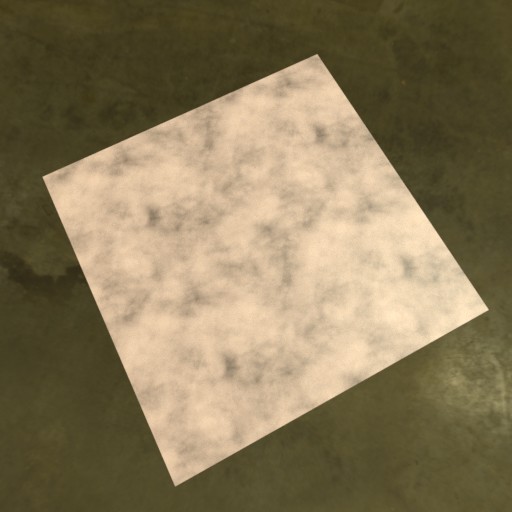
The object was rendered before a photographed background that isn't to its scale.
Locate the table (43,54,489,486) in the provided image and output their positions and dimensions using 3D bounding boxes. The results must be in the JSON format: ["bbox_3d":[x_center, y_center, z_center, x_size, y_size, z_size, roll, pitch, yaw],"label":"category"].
[{"bbox_3d":[0.000,0.000,1.341,0.890,0.305,0.890,-27,76,-7],"label":"table"}]
